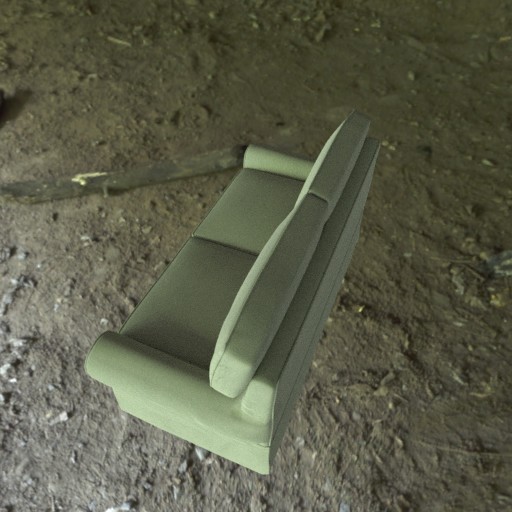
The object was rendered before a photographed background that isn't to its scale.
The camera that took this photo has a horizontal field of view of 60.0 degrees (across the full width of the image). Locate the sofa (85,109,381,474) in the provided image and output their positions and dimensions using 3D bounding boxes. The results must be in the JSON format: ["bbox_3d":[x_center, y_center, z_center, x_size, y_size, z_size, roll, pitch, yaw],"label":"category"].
[{"bbox_3d":[0.000,0.000,2.325,0.841,1.024,1.823,17,49,16],"label":"sofa"}]
